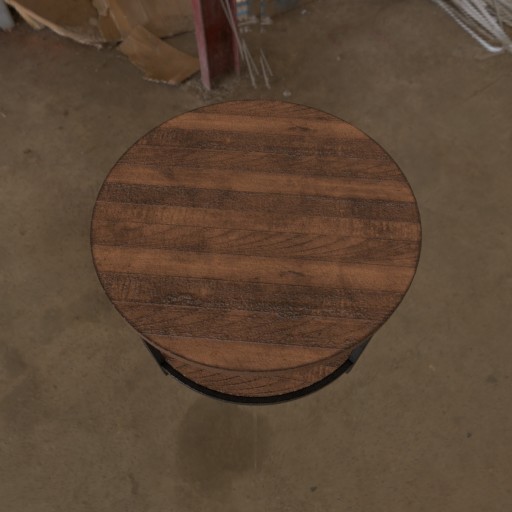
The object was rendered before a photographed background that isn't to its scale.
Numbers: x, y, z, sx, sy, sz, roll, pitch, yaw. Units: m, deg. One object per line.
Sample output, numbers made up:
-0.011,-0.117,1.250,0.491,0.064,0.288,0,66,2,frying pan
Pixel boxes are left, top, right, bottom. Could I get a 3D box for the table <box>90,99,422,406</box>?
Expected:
0.000,0.000,1.336,0.837,0.462,0.837,0,59,0,table
